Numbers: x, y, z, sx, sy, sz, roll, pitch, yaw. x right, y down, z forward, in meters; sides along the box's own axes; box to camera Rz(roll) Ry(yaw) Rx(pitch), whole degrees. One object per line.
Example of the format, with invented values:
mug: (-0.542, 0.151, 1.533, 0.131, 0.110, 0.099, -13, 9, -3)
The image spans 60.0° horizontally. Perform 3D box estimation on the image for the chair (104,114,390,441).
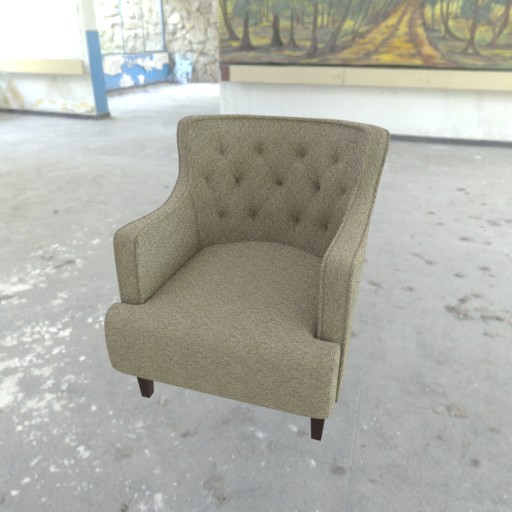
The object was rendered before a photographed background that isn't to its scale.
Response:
chair: (0.000, 0.000, 1.702, 0.820, 0.920, 0.910, 8, 27, 16)
